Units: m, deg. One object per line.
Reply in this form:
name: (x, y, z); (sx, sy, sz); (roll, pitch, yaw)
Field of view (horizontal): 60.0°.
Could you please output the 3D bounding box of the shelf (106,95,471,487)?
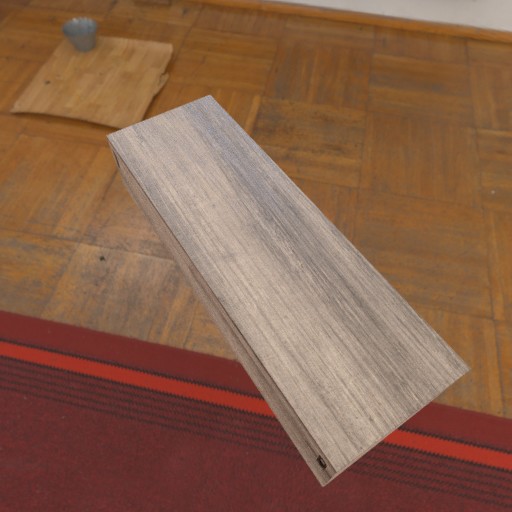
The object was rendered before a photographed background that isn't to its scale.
shelf: (0.000, 0.000, 0.679); (0.200, 0.125, 0.610); (-28, 61, -18)
